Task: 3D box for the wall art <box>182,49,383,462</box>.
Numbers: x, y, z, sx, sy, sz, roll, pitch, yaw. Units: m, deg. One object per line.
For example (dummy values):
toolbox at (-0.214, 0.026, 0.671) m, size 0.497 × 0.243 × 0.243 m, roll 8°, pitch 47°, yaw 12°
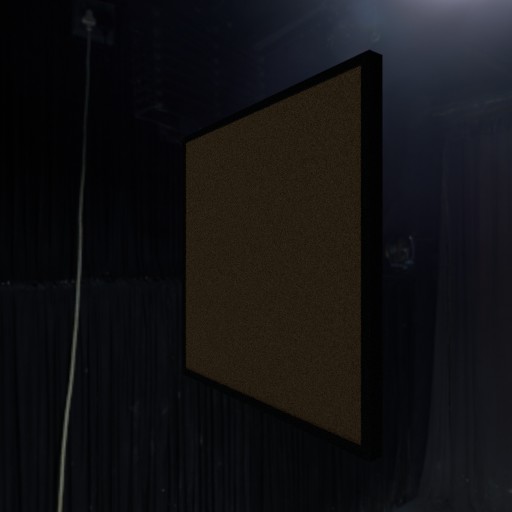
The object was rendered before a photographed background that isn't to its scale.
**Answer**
wall art at (0.000, 0.000, 1.134) m, size 0.037 × 0.761 × 0.761 m, roll 0°, pitch 0°, yaw -36°
